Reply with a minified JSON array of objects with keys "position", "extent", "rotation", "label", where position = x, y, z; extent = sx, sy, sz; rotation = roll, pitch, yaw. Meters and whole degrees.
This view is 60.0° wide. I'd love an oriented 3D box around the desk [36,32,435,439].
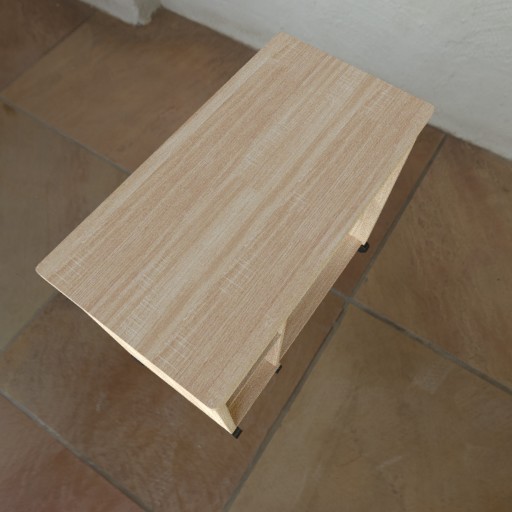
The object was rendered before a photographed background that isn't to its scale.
[{"position":[0.000,0.000,1.342],"extent":[0.480,0.770,0.884],"rotation":[33,69,15],"label":"desk"}]
